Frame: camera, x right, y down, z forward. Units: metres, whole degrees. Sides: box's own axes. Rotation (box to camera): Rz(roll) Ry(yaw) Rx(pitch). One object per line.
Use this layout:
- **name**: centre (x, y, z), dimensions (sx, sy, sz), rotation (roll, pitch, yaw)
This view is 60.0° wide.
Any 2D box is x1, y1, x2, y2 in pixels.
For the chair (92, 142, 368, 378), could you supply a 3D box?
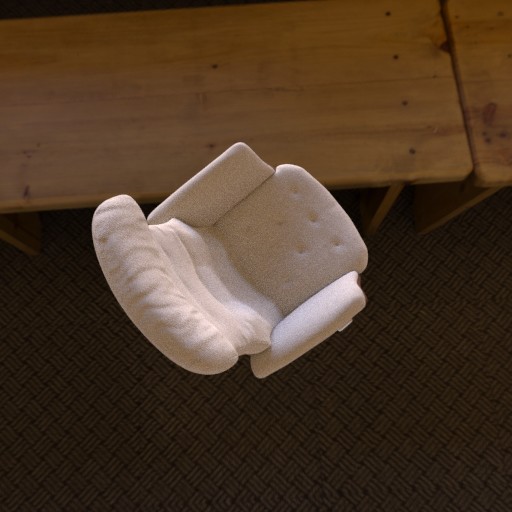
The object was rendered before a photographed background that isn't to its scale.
- **chair**: centre (0.000, 0.000, 1.603), dimensions (0.837, 0.995, 0.785), rotation (-35, 79, -8)
